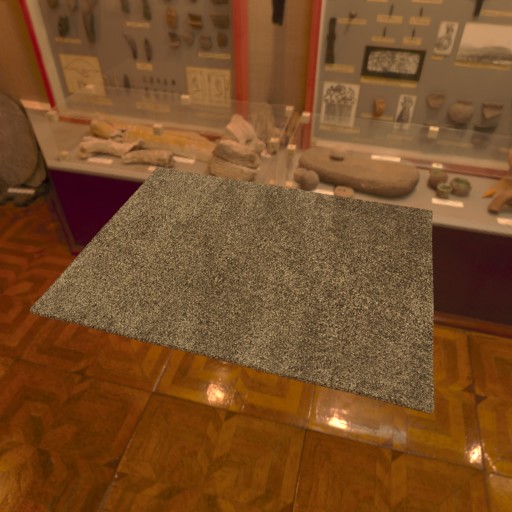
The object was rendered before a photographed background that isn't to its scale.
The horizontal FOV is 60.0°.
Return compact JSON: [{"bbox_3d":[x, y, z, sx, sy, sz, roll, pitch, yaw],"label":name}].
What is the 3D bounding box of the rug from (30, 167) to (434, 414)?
[{"bbox_3d":[0.000,0.000,2.093,1.601,0.025,1.198,11,43,12],"label":"rug"}]
